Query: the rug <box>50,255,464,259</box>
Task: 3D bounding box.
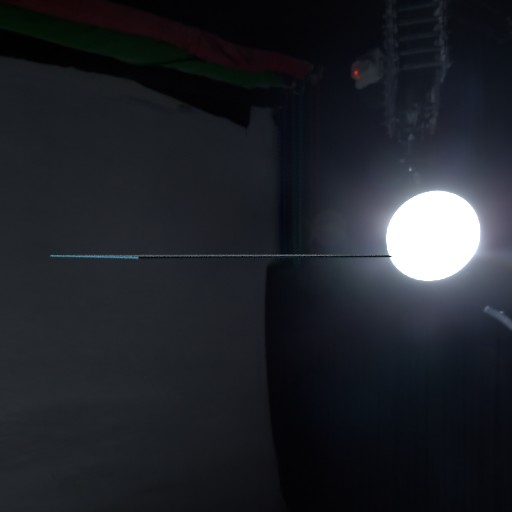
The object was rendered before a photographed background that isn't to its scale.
[{"bbox_3d":[0.000,0.000,4.032,3.044,0.015,2.226,0,0,-35],"label":"rug"}]
